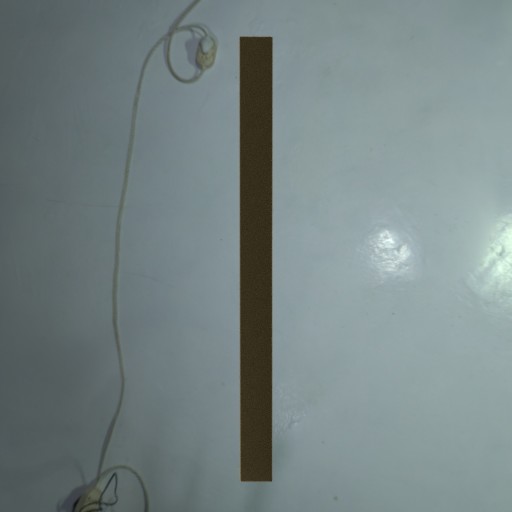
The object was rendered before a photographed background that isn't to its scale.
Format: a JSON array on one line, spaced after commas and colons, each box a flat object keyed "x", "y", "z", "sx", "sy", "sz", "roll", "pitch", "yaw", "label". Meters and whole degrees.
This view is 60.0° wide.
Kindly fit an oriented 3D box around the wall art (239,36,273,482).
[{"x": 0.000, "y": 0.000, "z": 0.456, "sx": 0.023, "sy": 0.305, "sz": 0.305, "roll": 0, "pitch": 92, "yaw": 0, "label": "wall art"}]
